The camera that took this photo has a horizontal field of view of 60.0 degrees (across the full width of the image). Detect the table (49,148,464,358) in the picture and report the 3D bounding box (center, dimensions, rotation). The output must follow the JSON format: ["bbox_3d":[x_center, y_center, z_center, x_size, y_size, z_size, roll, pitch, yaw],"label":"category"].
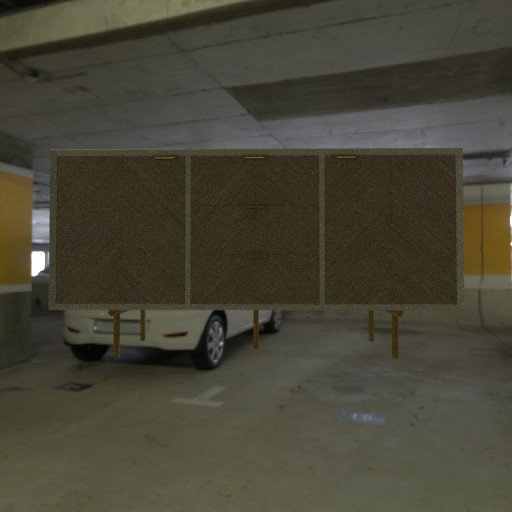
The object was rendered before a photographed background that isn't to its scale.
[{"bbox_3d":[0.000,0.000,1.851,1.500,0.769,0.508,0,-1,1],"label":"table"}]
